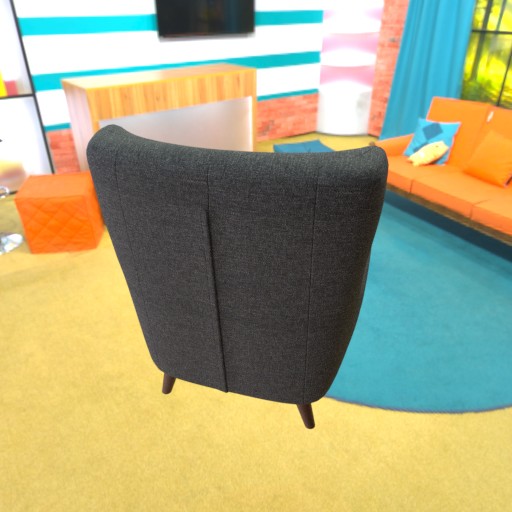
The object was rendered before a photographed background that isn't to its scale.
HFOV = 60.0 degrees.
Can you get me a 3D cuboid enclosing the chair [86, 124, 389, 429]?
[{"bbox_3d":[0.000,0.000,1.724,0.878,1.063,0.904,9,32,14],"label":"chair"}]
